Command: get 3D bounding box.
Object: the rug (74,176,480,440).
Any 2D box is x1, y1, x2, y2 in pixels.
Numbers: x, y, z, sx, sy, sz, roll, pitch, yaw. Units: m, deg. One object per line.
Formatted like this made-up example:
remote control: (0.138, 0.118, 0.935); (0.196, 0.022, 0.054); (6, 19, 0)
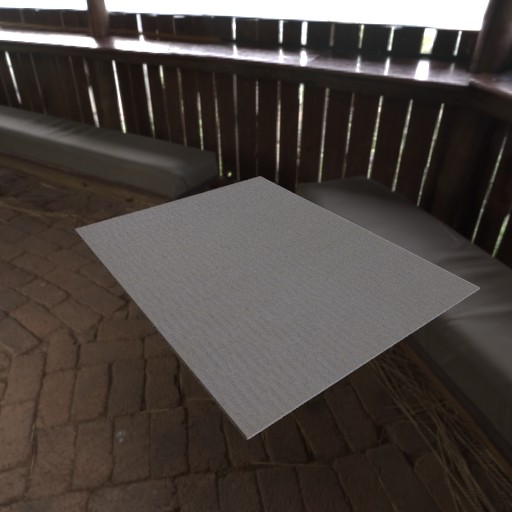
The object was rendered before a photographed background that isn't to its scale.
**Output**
rug: (0.000, 0.000, 4.139); (2.410, 0.021, 3.055); (-22, 38, -30)
